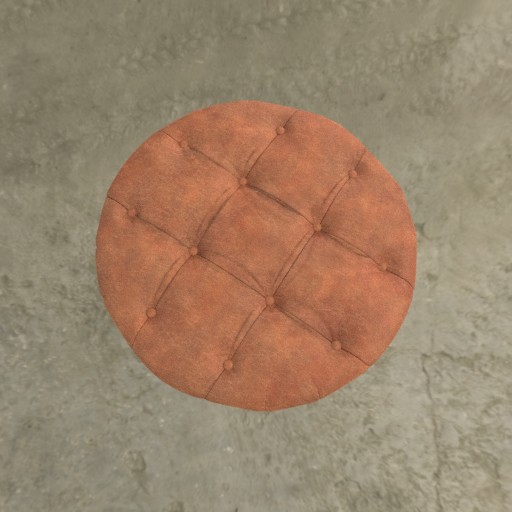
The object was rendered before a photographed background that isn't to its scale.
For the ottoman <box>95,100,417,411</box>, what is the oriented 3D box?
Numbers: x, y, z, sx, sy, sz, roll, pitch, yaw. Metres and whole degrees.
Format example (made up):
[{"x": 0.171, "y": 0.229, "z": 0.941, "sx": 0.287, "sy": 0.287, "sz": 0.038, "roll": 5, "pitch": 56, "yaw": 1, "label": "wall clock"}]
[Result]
[{"x": 0.000, "y": 0.000, "z": 1.384, "sx": 0.901, "sy": 0.444, "sz": 0.901, "roll": 0, "pitch": 76, "yaw": 0, "label": "ottoman"}]
